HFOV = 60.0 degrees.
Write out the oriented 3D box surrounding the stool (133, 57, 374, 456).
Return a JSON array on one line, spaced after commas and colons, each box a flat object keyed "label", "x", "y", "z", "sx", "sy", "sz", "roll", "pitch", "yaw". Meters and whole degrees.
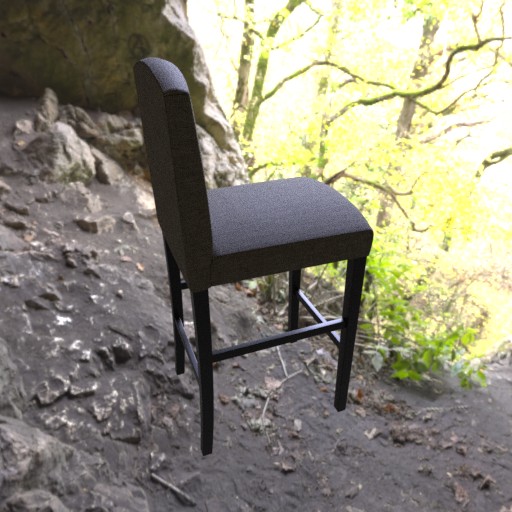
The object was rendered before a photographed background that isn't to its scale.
[{"label": "stool", "x": 0.000, "y": 0.000, "z": 1.371, "sx": 0.552, "sy": 1.138, "sz": 0.451, "roll": -11, "pitch": 31, "yaw": -18}]
